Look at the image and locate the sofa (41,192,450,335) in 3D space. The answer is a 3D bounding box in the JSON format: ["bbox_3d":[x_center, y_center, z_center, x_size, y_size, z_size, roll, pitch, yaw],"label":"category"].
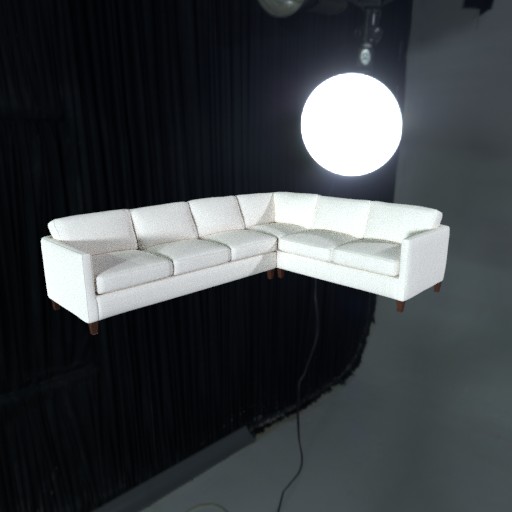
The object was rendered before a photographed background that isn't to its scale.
[{"bbox_3d":[0.000,0.000,4.484,3.302,0.947,2.593,-14,20,-43],"label":"sofa"}]
